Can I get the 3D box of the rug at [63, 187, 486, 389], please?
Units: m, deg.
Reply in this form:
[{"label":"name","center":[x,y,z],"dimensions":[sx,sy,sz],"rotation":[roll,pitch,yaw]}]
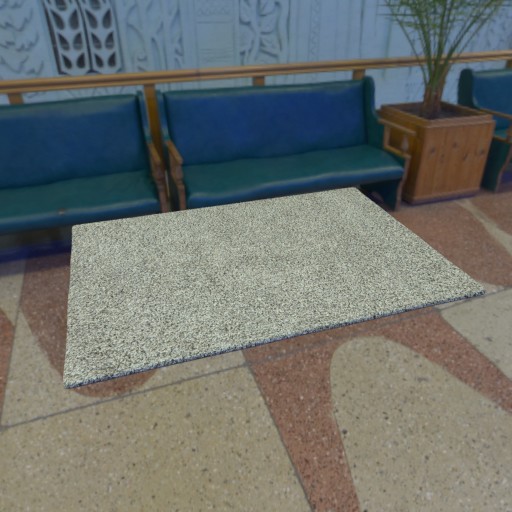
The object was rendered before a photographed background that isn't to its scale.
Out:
[{"label":"rug","center":[0.000,0.000,2.237],"dimensions":[1.778,0.030,1.219],"rotation":[-10,33,-15]}]
